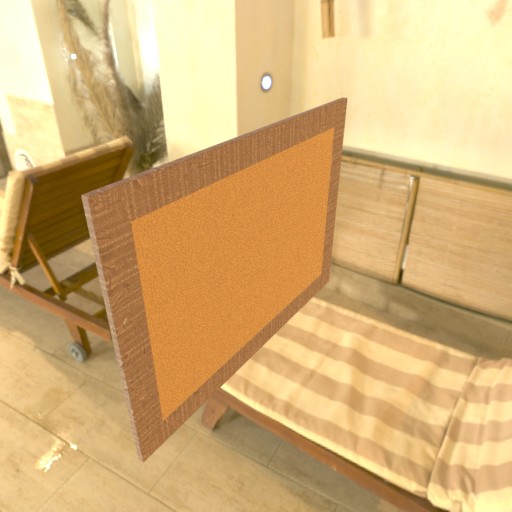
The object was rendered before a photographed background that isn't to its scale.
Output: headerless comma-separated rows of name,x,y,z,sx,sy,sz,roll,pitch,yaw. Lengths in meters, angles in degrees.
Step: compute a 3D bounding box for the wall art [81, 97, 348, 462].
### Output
wall art,0.000,0.000,1.355,0.020,0.761,1.056,20,36,30
